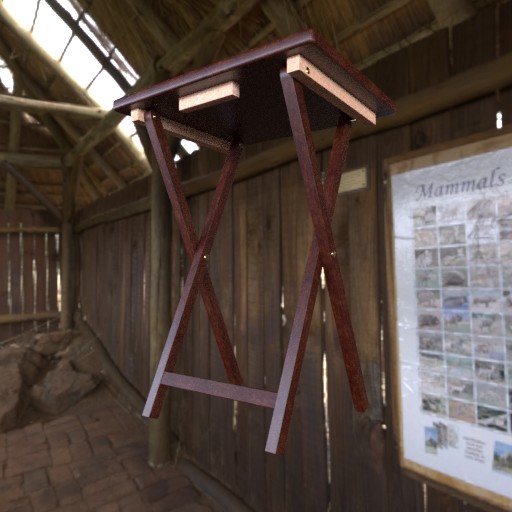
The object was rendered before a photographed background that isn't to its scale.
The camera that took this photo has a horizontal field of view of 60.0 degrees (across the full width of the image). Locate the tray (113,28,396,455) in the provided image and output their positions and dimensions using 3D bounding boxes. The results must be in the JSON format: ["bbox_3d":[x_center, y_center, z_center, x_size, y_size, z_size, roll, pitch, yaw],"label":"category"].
[{"bbox_3d":[0.000,0.000,0.940,0.483,0.660,0.381,-2,-3,36],"label":"tray"}]
